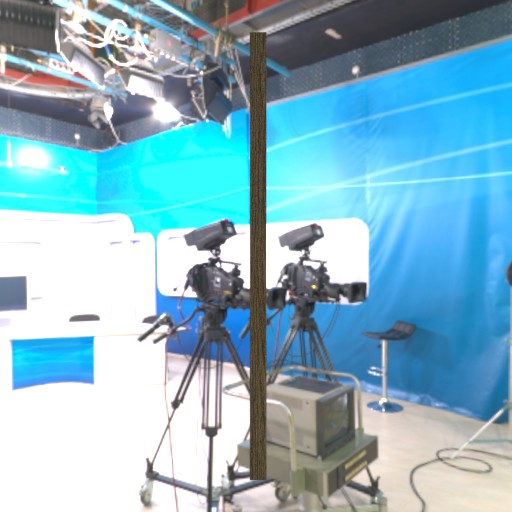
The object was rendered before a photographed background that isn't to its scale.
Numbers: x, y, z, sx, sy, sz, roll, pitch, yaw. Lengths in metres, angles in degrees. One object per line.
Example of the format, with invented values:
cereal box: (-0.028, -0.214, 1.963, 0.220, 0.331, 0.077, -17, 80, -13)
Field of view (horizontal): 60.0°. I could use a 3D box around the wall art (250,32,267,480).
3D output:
wall art: (0.000, 0.000, 0.756, 0.019, 0.508, 0.508, 0, 0, -1)
